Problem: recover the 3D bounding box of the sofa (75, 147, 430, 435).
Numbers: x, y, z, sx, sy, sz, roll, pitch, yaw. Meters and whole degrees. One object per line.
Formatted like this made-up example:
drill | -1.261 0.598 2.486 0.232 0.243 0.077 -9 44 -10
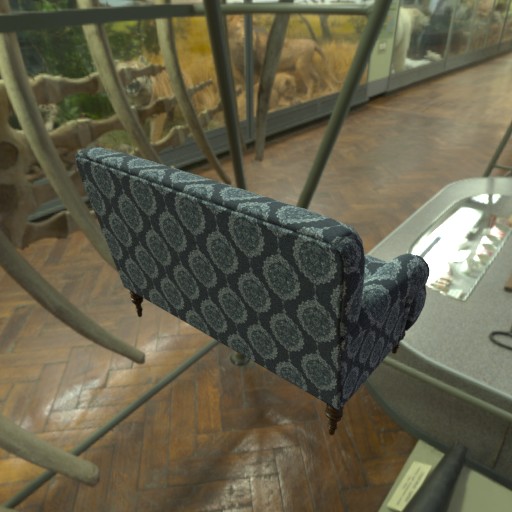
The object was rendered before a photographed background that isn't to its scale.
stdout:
sofa | 0.000 0.000 1.828 1.297 0.867 0.779 22 37 33
